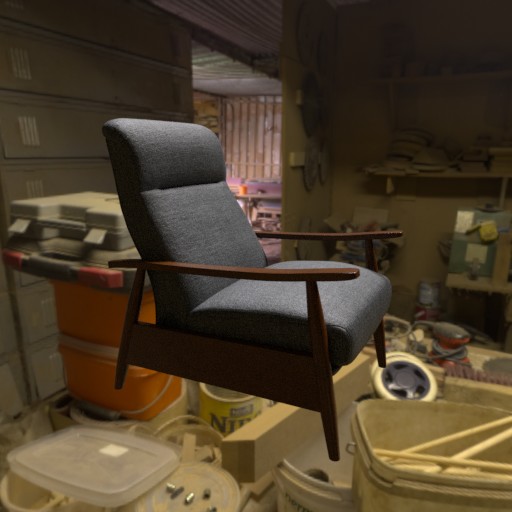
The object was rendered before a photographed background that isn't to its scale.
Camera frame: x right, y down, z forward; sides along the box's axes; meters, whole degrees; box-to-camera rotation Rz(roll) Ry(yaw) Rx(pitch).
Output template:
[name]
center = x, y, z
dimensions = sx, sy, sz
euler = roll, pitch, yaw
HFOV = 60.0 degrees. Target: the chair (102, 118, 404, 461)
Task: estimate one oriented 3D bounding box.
[chair]
center = 0.000, 0.000, 1.815
dimensions = 1.030, 1.082, 0.762
euler = 7, 15, 27
